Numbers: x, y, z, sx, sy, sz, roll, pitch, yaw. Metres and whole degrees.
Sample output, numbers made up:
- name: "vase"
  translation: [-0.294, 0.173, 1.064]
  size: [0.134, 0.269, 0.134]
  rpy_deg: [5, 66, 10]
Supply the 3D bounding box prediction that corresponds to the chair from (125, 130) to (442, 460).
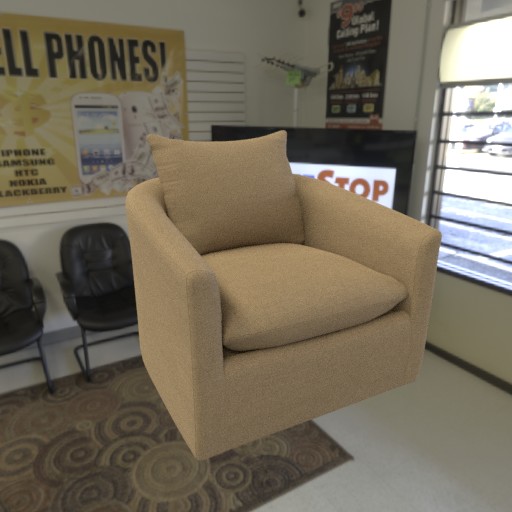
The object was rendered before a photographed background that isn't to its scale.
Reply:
- name: "chair"
  translation: [0.000, 0.000, 1.598]
  size: [0.845, 0.848, 0.910]
  rpy_deg: [-9, 20, -27]
